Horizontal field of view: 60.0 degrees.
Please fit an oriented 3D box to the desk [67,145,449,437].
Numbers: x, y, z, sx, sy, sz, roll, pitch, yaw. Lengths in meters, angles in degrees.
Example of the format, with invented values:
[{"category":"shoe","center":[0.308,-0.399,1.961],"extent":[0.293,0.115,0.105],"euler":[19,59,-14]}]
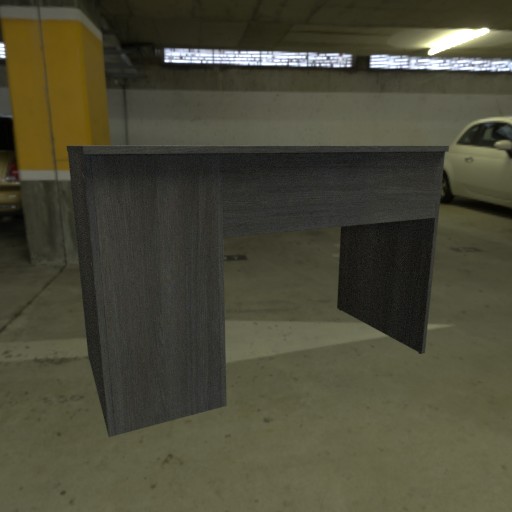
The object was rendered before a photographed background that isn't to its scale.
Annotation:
[{"category":"desk","center":[0.000,0.000,1.510],"extent":[1.096,0.730,0.560],"euler":[-7,15,-25]}]
